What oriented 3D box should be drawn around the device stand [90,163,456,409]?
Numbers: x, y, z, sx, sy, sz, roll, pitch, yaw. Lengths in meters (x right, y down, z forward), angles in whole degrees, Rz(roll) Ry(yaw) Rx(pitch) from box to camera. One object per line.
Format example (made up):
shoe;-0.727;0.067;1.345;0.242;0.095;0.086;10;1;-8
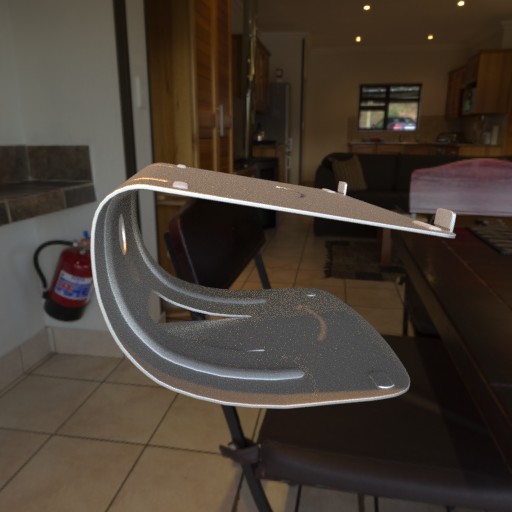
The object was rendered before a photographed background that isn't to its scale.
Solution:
device stand;0.000;0.000;0.401;0.236;0.155;0.256;-2;15;-9
